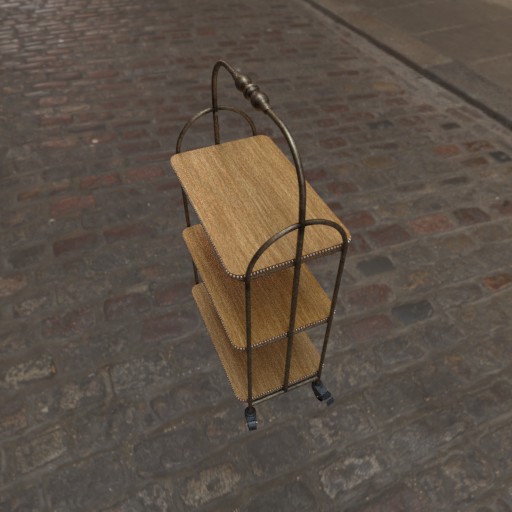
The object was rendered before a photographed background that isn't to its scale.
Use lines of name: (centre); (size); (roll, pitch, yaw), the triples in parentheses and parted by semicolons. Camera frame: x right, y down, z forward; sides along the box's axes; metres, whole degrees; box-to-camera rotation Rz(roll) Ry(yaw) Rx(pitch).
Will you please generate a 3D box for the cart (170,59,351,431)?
cart: (0.000, 0.000, 1.347); (0.330, 1.052, 0.650); (-17, 48, -16)
